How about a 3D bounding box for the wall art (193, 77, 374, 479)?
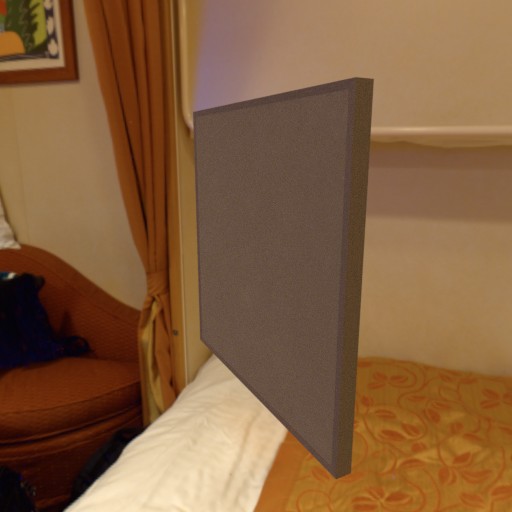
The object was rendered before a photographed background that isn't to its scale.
[{"bbox_3d":[0.000,0.000,1.139,0.038,0.758,0.761,-7,15,-27],"label":"wall art"}]
